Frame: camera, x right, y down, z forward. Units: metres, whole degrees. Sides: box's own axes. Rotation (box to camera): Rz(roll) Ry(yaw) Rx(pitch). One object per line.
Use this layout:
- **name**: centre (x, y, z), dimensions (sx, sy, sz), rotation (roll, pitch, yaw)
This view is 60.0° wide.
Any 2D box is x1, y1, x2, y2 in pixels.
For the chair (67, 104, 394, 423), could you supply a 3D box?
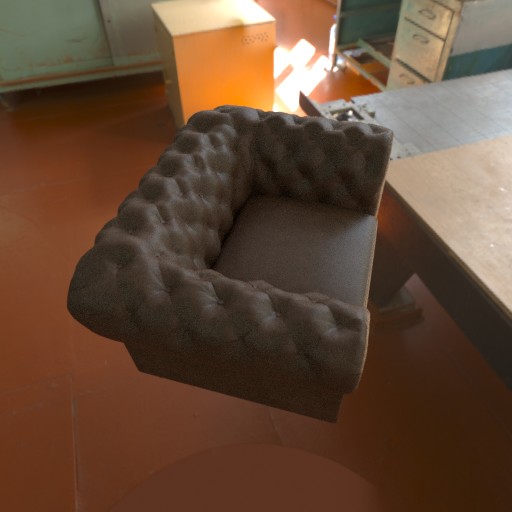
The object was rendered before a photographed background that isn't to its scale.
- **chair**: centre (0.000, 0.000, 1.870), dimensions (0.954, 0.784, 1.298), rotation (11, 47, 11)
